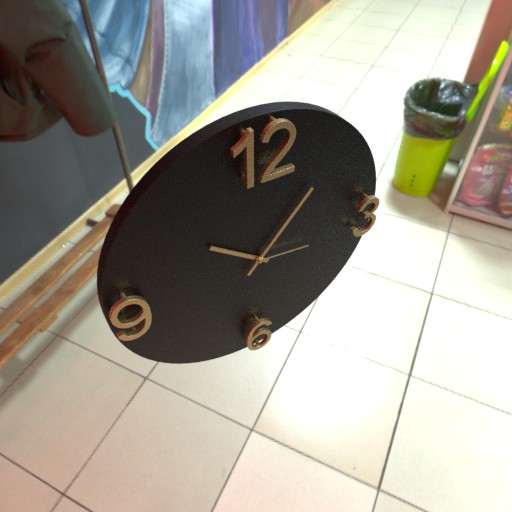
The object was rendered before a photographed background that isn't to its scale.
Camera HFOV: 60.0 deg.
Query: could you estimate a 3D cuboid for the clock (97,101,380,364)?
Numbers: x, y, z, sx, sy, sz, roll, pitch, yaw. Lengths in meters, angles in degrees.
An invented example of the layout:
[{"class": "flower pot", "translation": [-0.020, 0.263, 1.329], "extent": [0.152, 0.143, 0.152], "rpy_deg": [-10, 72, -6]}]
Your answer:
[{"class": "clock", "translation": [0.000, 0.000, 0.658], "extent": [0.454, 0.454, 0.038], "rpy_deg": [-24, 50, -21]}]
